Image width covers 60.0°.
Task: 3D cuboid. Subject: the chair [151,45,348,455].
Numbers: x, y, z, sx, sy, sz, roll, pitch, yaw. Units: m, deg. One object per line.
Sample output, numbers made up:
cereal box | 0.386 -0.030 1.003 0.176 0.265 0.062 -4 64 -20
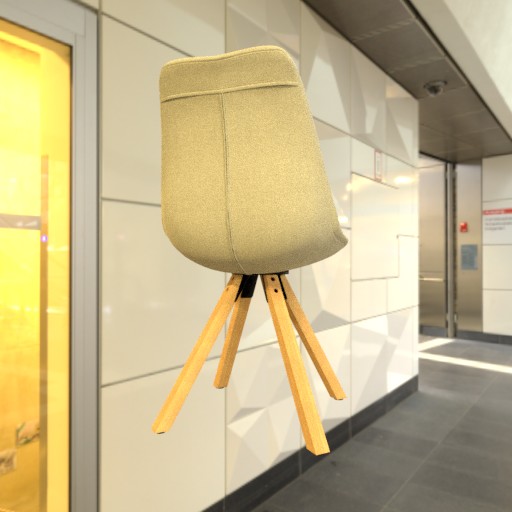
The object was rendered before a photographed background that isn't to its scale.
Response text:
chair | 0.000 0.000 1.187 0.474 0.863 0.549 0 0 18
